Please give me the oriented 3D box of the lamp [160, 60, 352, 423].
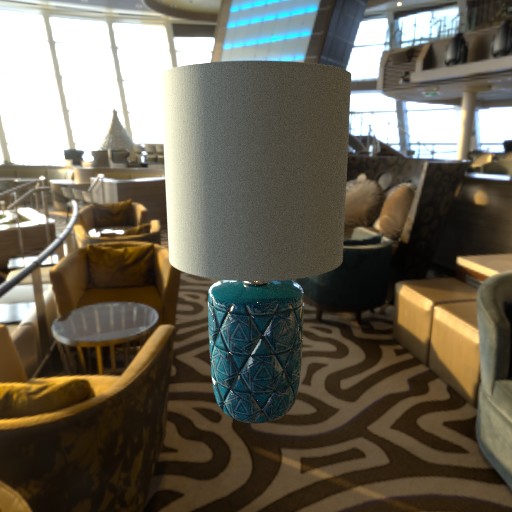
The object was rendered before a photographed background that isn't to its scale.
[{"bbox_3d":[0.000,0.000,0.501,0.193,0.377,0.193,-2,14,-8],"label":"lamp"}]
